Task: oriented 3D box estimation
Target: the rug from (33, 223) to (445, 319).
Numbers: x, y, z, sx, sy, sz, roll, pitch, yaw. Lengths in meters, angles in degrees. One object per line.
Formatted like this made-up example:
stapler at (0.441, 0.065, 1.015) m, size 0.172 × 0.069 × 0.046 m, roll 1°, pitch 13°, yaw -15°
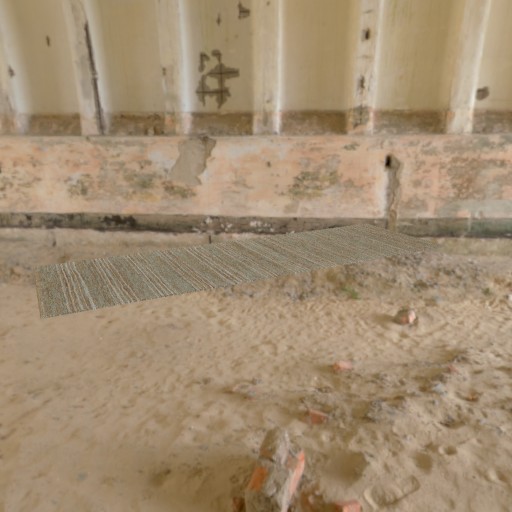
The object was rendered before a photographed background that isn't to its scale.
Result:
rug at (0.000, 0.000, 2.720) m, size 2.438 × 0.006 × 0.783 m, roll -9°, pitch 19°, yaw -27°
